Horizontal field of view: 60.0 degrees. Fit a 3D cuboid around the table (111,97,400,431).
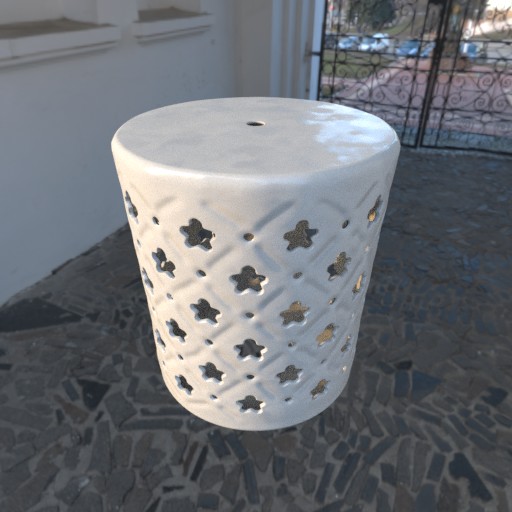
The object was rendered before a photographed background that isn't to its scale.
[{"bbox_3d":[0.000,0.000,0.652,0.352,0.387,0.352,0,31,0],"label":"table"}]
